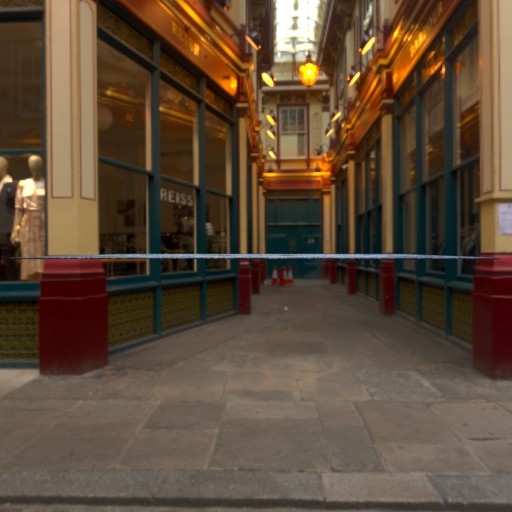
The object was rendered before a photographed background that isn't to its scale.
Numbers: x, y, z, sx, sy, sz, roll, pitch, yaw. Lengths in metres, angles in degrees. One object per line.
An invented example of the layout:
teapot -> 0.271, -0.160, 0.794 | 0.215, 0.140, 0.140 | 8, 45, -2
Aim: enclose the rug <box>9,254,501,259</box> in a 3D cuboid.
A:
rug -> 0.000, 0.000, 2.255 | 1.828, 0.005, 1.219 | 0, 1, 2
